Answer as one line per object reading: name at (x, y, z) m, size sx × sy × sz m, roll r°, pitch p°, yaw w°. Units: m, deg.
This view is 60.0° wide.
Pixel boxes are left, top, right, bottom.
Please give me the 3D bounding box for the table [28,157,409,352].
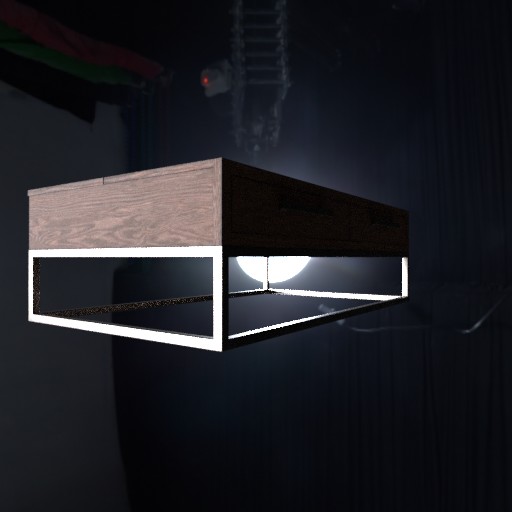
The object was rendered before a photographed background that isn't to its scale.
table at (0.000, 0.000, 1.492) m, size 0.719 × 0.361 × 1.167 m, roll 0°, pitch 0°, yaw 35°
